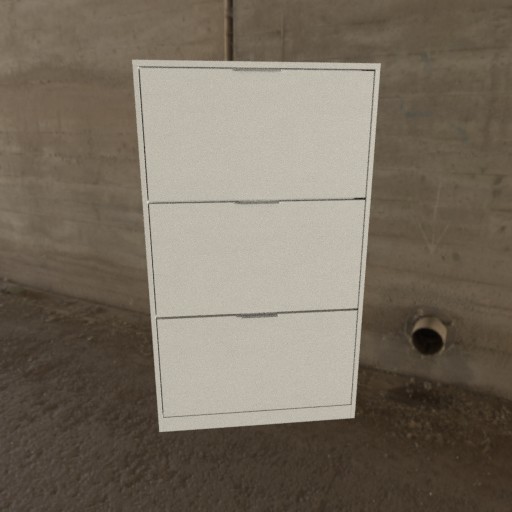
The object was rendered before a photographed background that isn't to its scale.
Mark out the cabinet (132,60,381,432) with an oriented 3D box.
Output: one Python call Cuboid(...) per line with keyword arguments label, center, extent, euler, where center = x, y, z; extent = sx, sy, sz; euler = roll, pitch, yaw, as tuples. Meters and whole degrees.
Cuboid(label="cabinet", center=(0.000, 0.000, 1.615), extent=(0.750, 1.280, 0.250), euler=(-2, 17, -6))
